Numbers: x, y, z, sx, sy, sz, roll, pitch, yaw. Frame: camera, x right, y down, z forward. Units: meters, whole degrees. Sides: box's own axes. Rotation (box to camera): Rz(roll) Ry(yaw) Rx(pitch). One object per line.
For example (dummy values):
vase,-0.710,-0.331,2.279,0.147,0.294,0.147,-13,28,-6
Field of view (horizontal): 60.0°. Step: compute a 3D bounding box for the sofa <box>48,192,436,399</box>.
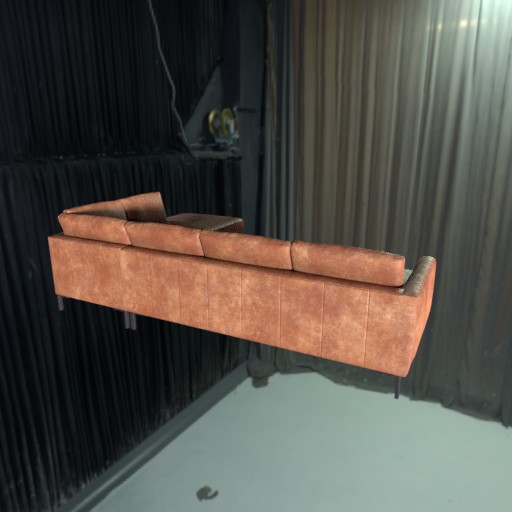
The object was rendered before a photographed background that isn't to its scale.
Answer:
sofa,0.000,0.000,3.914,2.984,0.877,1.938,8,18,26
